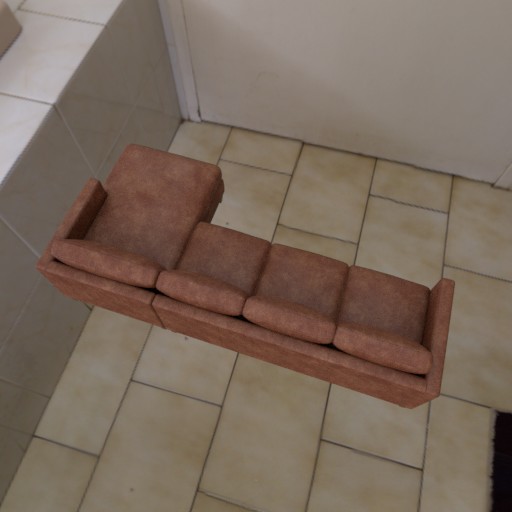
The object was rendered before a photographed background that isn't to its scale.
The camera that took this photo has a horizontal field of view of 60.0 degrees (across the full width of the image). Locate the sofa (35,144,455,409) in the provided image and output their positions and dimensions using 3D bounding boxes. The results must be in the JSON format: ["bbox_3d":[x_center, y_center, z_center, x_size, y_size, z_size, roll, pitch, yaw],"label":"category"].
[{"bbox_3d":[0.000,0.000,3.896,3.203,0.883,1.581,16,64,8],"label":"sofa"}]
